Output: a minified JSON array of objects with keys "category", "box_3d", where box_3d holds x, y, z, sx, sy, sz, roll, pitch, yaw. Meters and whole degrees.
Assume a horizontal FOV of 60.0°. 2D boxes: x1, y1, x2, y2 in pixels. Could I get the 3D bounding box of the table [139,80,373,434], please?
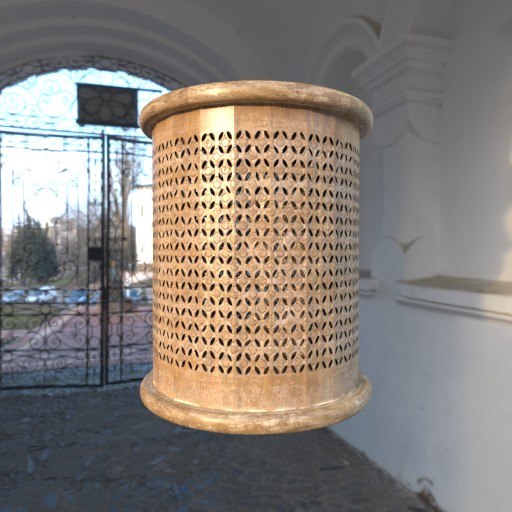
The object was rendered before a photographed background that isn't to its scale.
[{"category":"table","box_3d":[0.000,0.000,0.799,0.407,0.482,0.407,0,1,0]}]
